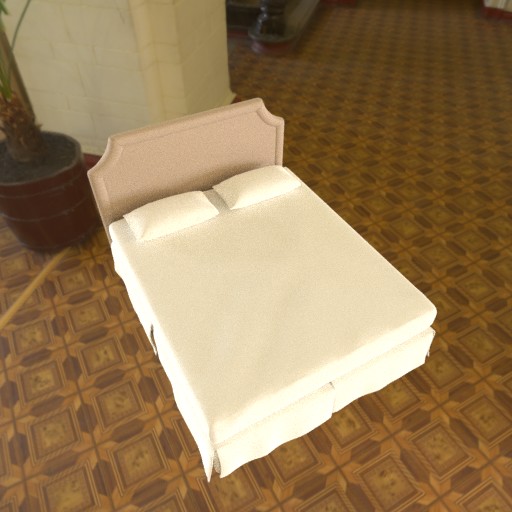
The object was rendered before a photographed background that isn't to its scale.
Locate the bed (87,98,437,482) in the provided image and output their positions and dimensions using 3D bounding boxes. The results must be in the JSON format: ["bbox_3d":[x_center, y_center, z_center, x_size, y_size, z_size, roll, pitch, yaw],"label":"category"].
[{"bbox_3d":[0.000,0.000,4.150,2.350,1.590,2.773,-22,49,-20],"label":"bed"}]
